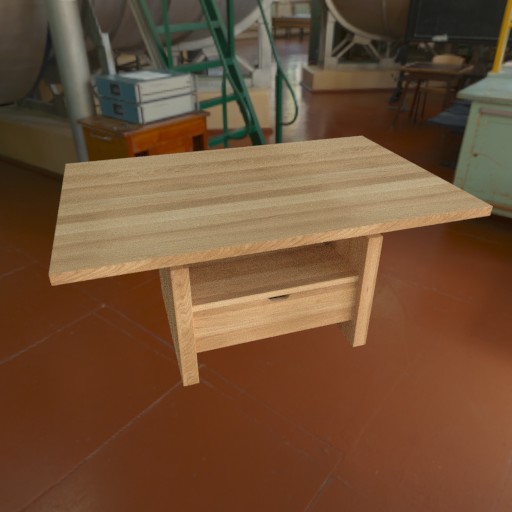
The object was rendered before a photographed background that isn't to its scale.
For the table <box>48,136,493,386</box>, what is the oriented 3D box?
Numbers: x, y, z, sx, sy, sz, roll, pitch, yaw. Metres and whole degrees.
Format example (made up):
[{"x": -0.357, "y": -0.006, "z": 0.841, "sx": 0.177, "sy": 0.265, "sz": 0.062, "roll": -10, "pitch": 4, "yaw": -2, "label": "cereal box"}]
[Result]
[{"x": 0.000, "y": 0.000, "z": 1.453, "sx": 1.100, "sy": 0.510, "sz": 0.700, "roll": -9, "pitch": 32, "yaw": -15, "label": "table"}]
